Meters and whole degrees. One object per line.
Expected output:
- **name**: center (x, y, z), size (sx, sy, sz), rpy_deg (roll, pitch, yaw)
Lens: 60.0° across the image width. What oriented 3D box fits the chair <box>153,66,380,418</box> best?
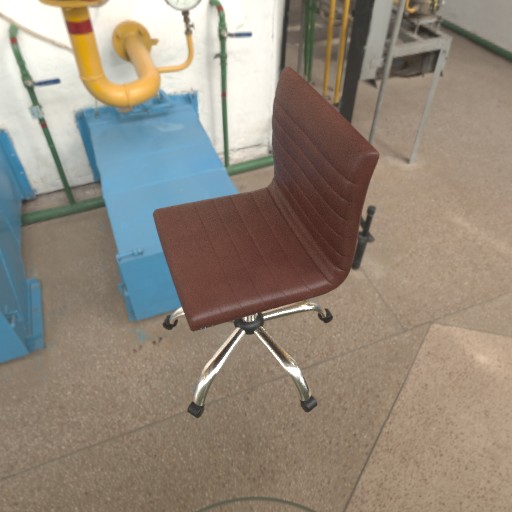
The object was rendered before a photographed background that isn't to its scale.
- **chair**: center (0.000, 0.000, 1.131), size (0.530, 0.780, 0.556), rpy_deg (-15, 48, -14)
